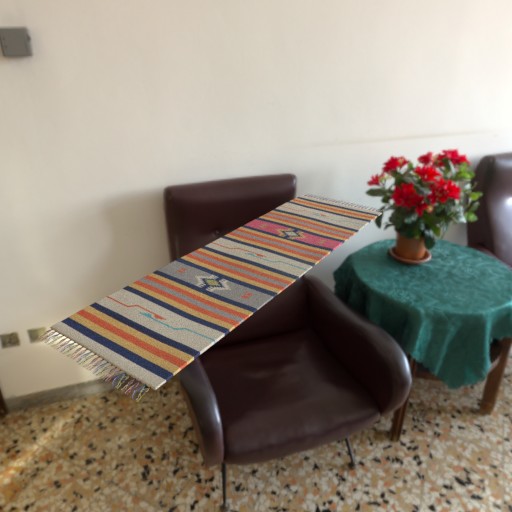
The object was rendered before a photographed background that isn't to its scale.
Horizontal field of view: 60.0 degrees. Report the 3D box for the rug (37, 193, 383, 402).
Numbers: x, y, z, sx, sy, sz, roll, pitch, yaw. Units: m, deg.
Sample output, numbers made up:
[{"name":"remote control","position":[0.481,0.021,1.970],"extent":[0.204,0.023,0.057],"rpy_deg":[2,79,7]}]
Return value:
[{"name":"rug","position":[0.000,0.000,2.698],"extent":[0.695,0.017,2.455],"rpy_deg":[18,32,31]}]
